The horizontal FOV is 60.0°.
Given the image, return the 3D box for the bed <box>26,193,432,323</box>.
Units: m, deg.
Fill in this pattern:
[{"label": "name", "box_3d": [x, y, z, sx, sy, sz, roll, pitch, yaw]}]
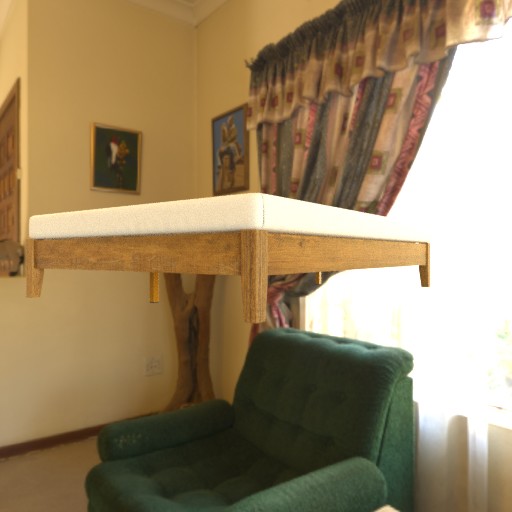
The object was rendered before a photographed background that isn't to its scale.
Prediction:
[{"label": "bed", "box_3d": [0.000, 0.000, 2.691, 1.536, 0.431, 2.016, 0, 0, 37]}]
